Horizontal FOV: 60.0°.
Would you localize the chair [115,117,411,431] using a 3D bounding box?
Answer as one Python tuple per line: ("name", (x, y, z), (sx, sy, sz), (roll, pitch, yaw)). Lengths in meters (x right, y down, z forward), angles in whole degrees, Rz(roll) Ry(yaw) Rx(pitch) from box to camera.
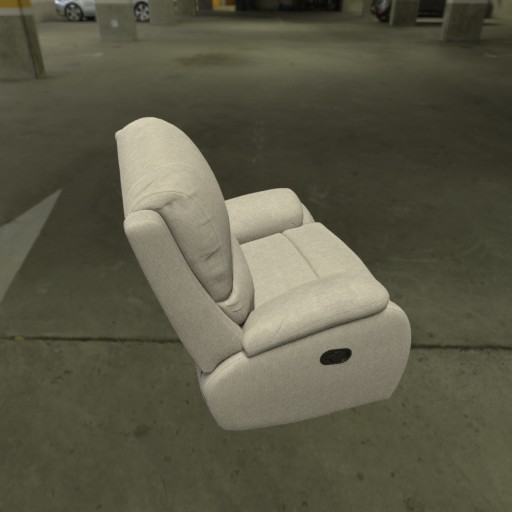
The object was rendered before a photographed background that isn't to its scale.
("chair", (0.000, 0.000, 1.699), (0.899, 1.011, 0.930), (-9, 32, -14))
